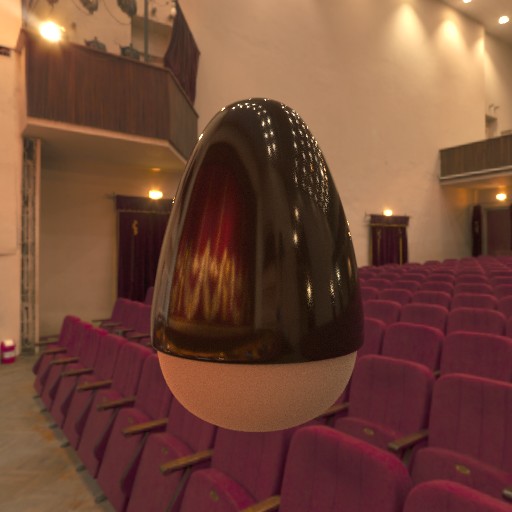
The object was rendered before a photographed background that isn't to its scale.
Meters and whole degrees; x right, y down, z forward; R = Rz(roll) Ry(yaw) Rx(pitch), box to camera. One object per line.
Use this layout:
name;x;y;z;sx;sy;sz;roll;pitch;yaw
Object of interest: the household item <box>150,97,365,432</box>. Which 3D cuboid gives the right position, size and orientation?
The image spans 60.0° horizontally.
household item;0.000;0.000;0.217;0.102;0.152;0.104;0;0;-35
